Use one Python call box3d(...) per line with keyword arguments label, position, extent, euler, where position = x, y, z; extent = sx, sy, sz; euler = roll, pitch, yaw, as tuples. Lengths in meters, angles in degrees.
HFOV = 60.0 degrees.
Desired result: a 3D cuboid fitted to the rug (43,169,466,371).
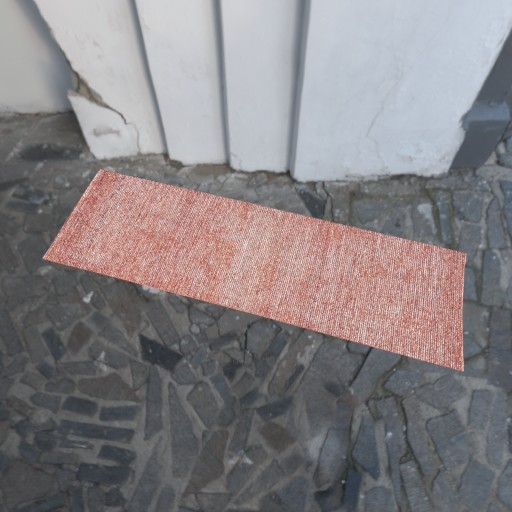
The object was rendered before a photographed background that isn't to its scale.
box3d(label="rug", position=(0.000, 0.000, 2.552), extent=(2.353, 0.013, 0.718), euler=(14, 59, 8))
